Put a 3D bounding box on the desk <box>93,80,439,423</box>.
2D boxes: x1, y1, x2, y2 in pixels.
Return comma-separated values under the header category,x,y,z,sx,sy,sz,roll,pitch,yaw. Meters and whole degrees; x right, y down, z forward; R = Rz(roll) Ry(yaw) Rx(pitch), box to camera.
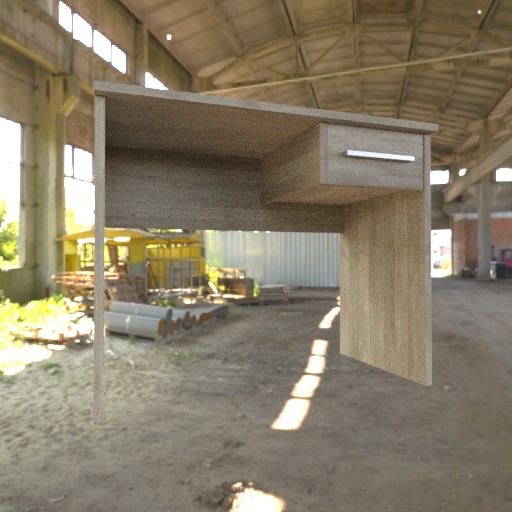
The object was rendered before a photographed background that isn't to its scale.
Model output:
category,x,y,z,sx,sy,sz,roll,pitch,yaw
desk,0.000,0.000,1.303,0.893,0.724,0.498,0,-1,-19
